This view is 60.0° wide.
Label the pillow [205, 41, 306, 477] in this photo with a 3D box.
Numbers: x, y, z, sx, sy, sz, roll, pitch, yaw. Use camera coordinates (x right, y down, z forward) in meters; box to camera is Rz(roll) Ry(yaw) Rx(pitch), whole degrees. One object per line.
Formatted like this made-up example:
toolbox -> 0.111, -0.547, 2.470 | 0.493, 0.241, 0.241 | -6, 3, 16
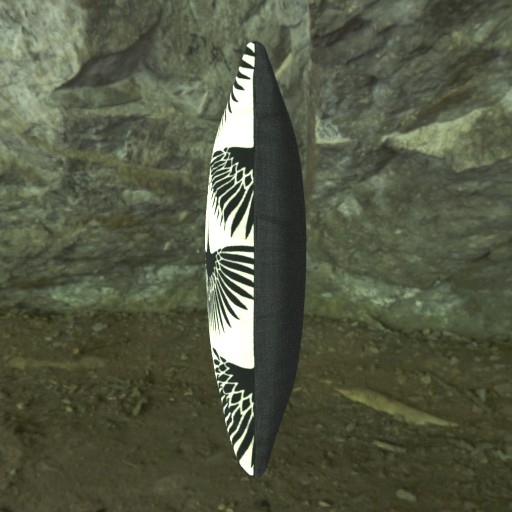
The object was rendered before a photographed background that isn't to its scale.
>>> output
pillow -> 0.000, 0.000, 0.651 | 0.139, 0.432, 0.432 | 0, 1, 0
